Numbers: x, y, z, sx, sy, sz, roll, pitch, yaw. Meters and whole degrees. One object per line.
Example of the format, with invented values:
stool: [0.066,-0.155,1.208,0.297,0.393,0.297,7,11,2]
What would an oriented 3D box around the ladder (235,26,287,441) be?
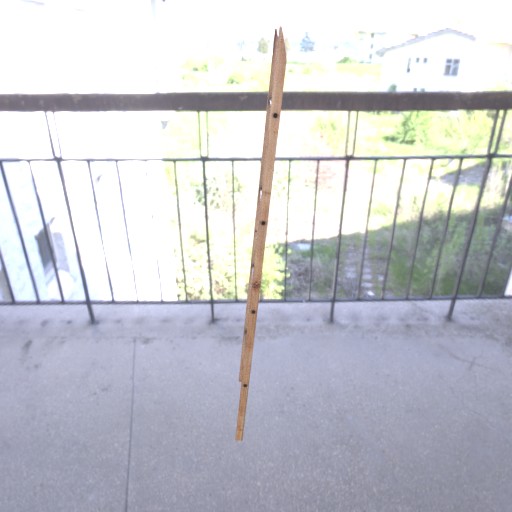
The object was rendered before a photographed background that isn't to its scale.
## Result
ladder: [0.000,0.000,1.971,0.200,1.805,0.442,0,26,0]
